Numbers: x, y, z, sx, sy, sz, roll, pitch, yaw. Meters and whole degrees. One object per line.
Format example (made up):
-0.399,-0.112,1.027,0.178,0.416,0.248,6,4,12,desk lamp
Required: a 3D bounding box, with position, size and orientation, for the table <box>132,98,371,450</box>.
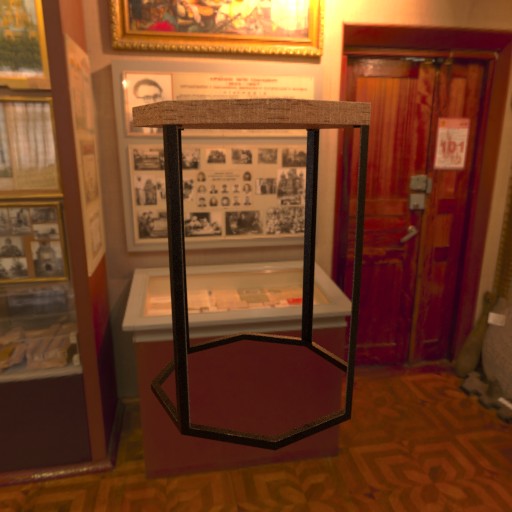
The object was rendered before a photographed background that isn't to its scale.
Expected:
0.000,0.000,0.874,0.437,0.553,0.437,-2,15,-8,table
